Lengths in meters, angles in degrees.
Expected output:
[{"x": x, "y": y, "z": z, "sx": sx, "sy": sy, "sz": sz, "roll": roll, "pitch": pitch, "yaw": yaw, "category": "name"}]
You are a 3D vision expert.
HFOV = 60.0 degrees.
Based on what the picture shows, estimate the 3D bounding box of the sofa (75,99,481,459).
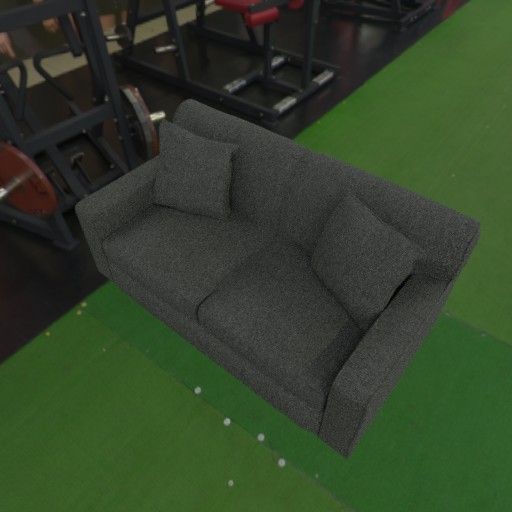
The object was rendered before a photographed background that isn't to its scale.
[{"x": 0.000, "y": 0.000, "z": 2.396, "sx": 1.846, "sy": 0.958, "sz": 0.998, "roll": 30, "pitch": 53, "yaw": 26, "category": "sofa"}]
